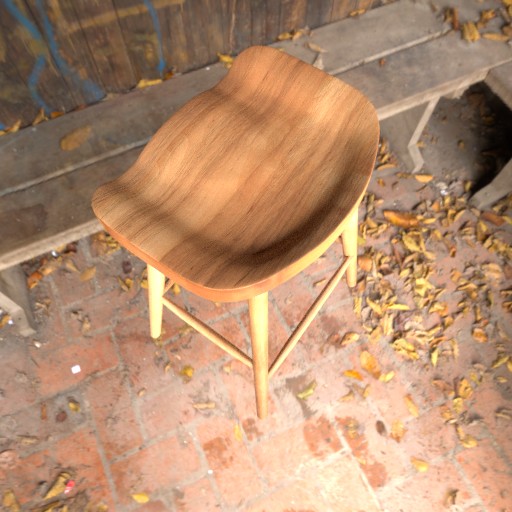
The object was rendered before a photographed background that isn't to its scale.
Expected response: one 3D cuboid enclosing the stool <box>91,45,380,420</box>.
[{"bbox_3d":[0.000,0.000,0.890,0.361,0.615,0.440,33,68,15],"label":"stool"}]
